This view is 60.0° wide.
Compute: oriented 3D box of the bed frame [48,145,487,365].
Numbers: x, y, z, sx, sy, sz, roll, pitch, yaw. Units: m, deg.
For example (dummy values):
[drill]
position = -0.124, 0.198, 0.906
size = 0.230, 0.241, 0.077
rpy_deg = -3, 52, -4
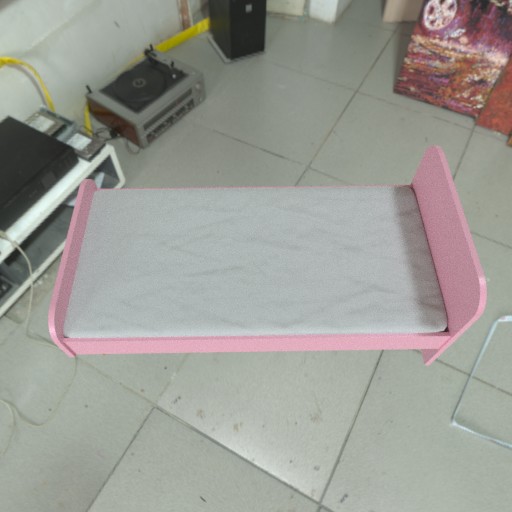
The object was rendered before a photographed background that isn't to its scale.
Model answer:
[bed frame]
position = 0.000, 0.000, 2.440
size = 1.963, 0.805, 0.998
rpy_deg = -1, 58, 0
